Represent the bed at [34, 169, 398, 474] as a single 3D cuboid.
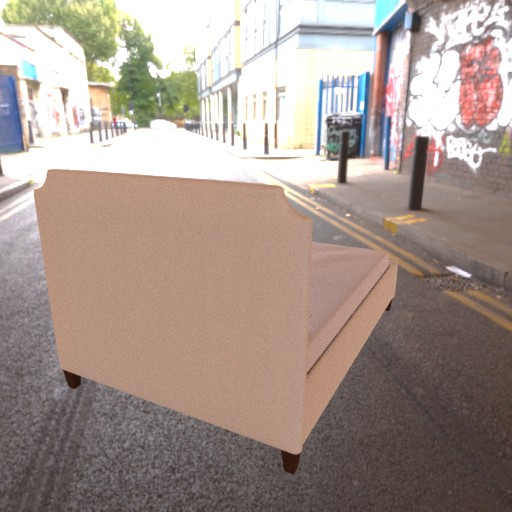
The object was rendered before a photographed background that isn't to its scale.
[{"bbox_3d":[0.000,0.000,3.326,1.712,1.443,2.372,9,19,27],"label":"bed"}]
